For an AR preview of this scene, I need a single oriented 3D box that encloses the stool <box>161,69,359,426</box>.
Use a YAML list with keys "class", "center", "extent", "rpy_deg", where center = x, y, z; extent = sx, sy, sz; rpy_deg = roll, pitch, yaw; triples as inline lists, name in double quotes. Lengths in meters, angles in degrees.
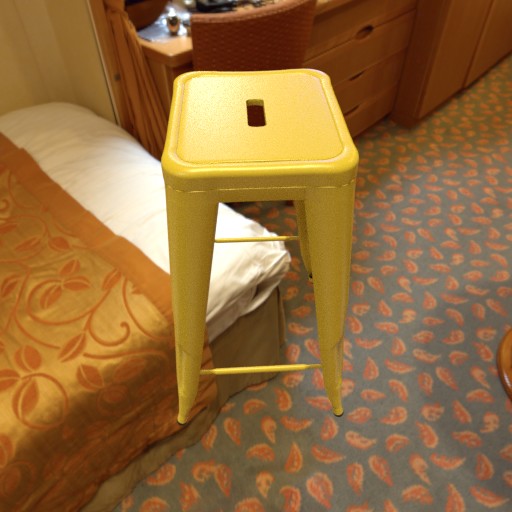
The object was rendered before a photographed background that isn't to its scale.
- class: "stool"
  center: [0.000, 0.000, 0.862]
  extent: [0.359, 0.609, 0.399]
  rpy_deg: [-3, 46, -2]
